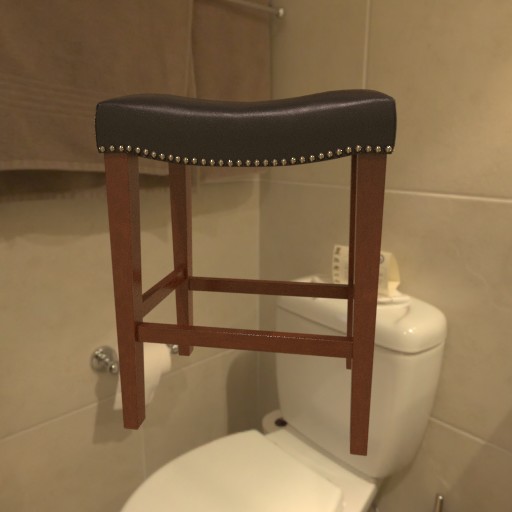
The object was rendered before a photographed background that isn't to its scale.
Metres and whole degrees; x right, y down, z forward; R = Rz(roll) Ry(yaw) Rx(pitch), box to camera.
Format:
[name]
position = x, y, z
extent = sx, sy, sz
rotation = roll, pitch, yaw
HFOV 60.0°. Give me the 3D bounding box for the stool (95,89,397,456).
[stool]
position = 0.000, 0.000, 0.951
extent = 0.504, 0.654, 0.372
rotation = 2, 14, 10
